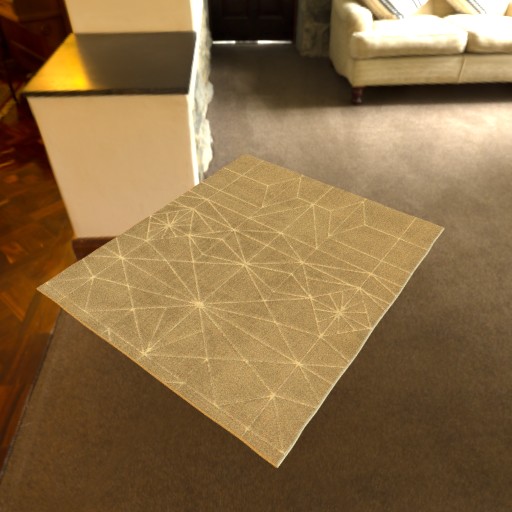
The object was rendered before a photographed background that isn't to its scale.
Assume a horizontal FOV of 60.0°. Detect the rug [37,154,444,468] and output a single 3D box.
[{"bbox_3d":[0.000,0.000,0.894,0.548,0.006,0.639,26,48,27],"label":"rug"}]
